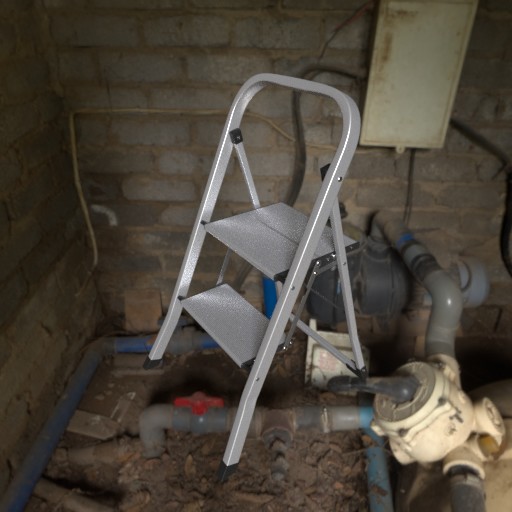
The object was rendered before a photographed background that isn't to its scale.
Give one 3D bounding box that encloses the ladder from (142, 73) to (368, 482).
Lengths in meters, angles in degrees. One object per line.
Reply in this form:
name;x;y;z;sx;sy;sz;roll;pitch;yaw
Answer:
ladder;0.000;0.000;1.126;0.530;0.830;0.465;-20;36;-30
